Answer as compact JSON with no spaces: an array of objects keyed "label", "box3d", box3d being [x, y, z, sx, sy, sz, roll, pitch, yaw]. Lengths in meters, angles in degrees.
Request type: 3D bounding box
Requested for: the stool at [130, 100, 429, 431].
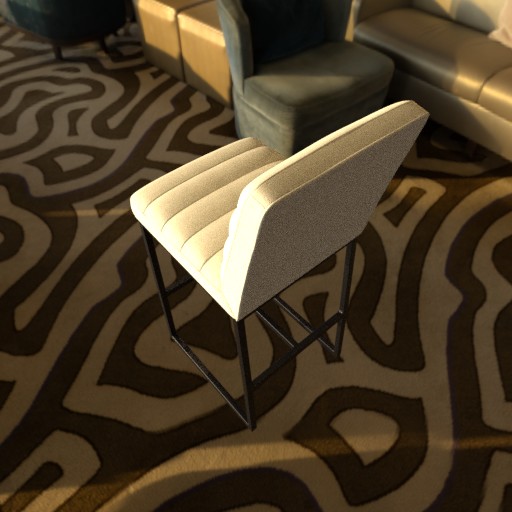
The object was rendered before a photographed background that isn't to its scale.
[{"label":"stool","box3d":[0.000,0.000,1.299,0.460,1.040,0.560,-33,56,-26]}]
